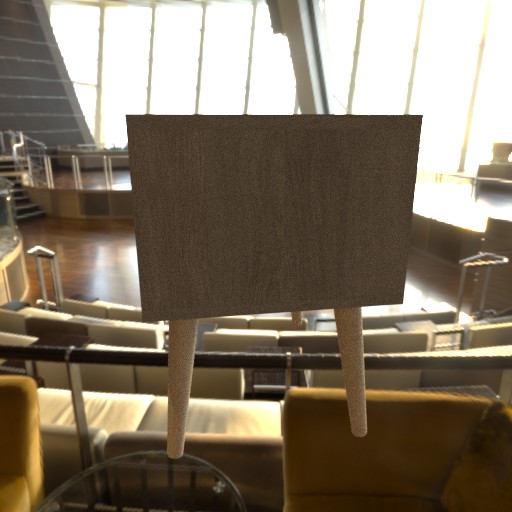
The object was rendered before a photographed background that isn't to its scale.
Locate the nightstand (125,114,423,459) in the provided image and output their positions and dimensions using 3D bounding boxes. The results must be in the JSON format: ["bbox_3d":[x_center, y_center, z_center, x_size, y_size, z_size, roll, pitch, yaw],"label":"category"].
[{"bbox_3d":[0.000,0.000,0.826,0.380,0.500,0.450,-3,18,-9],"label":"nightstand"}]
